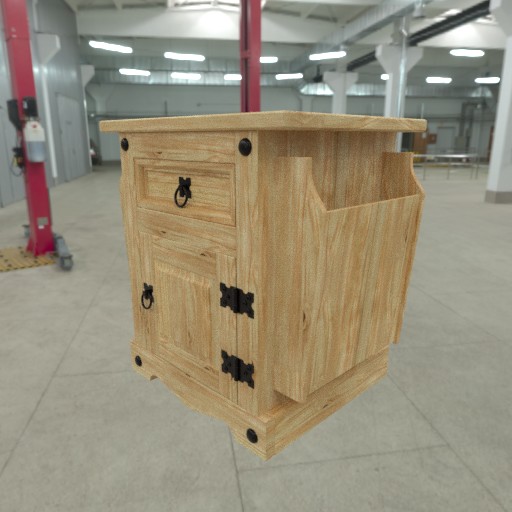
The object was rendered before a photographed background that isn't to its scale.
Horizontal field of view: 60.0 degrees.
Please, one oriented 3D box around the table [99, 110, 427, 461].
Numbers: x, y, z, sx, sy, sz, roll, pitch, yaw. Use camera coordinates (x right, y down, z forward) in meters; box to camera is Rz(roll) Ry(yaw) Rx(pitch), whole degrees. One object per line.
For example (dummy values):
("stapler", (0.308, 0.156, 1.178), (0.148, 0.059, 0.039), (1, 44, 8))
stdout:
("table", (0.000, 0.000, 0.878), (0.380, 0.515, 0.530), (-14, 21, -43))
